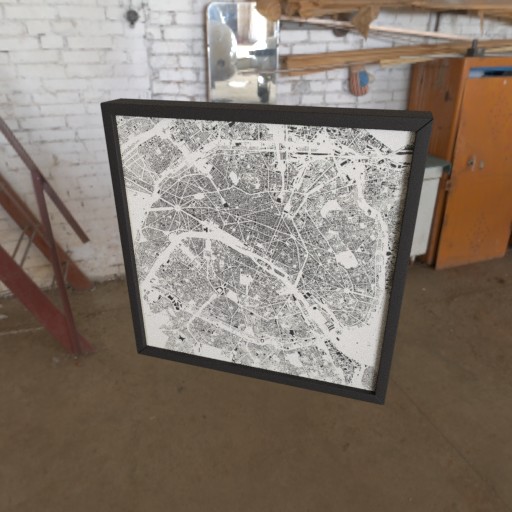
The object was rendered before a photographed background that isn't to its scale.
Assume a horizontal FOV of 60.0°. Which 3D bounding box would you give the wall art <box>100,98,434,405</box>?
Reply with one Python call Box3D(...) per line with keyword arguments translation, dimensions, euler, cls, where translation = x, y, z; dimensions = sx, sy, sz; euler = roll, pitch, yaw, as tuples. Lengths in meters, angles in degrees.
Box3D(translation=(0.000, 0.000, 0.473), dimensions=(0.305, 0.305, 0.037), euler=(8, 27, 15), cls="wall art")
